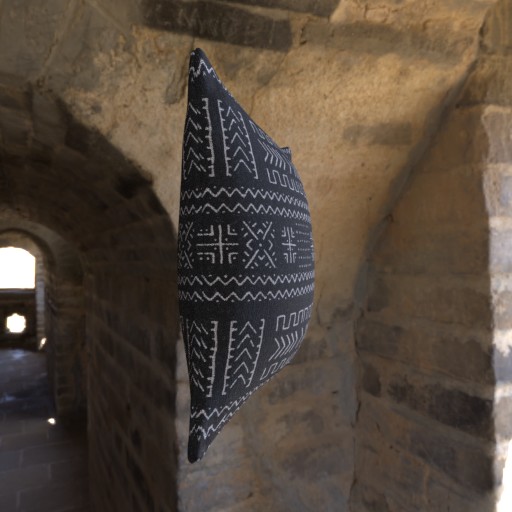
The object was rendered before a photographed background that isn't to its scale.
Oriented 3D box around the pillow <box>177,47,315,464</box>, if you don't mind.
[{"bbox_3d":[0.000,0.000,0.661,0.164,0.430,0.438,0,0,17],"label":"pillow"}]
